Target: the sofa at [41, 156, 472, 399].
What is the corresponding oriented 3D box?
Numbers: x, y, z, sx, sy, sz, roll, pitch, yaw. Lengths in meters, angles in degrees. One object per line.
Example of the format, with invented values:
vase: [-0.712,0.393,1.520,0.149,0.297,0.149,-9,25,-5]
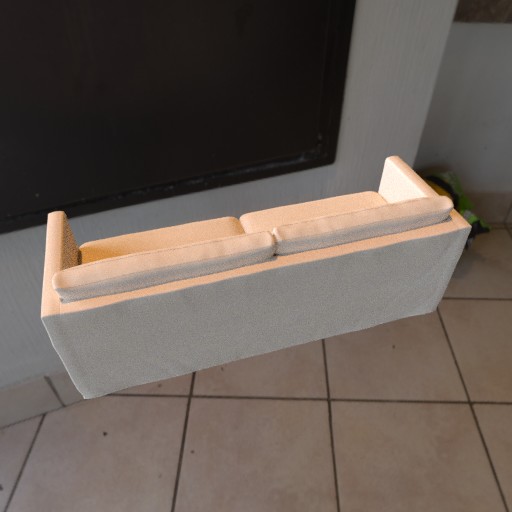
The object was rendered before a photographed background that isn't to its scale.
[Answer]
sofa: [0.000,0.000,3.267,2.779,0.999,1.036,-11,44,-12]
